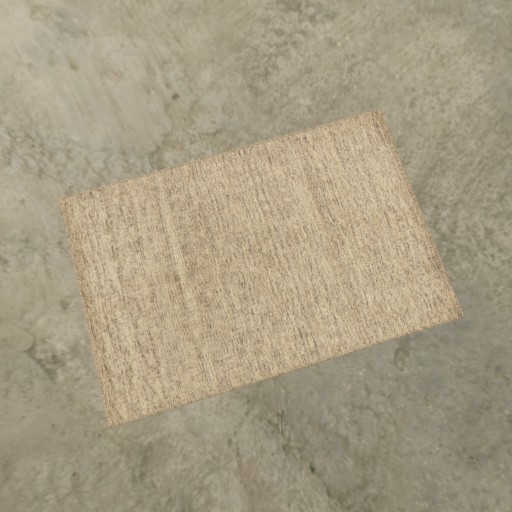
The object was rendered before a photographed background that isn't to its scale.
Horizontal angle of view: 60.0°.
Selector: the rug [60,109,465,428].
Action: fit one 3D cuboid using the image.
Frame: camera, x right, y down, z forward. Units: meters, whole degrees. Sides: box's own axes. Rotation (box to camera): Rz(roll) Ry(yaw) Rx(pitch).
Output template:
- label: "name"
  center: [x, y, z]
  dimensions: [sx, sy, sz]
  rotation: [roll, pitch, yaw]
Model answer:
- label: "rug"
  center: [0.000, 0.000, 2.295]
  dimensions: [1.822, 0.018, 1.211]
  rotation: [-16, 78, -4]
